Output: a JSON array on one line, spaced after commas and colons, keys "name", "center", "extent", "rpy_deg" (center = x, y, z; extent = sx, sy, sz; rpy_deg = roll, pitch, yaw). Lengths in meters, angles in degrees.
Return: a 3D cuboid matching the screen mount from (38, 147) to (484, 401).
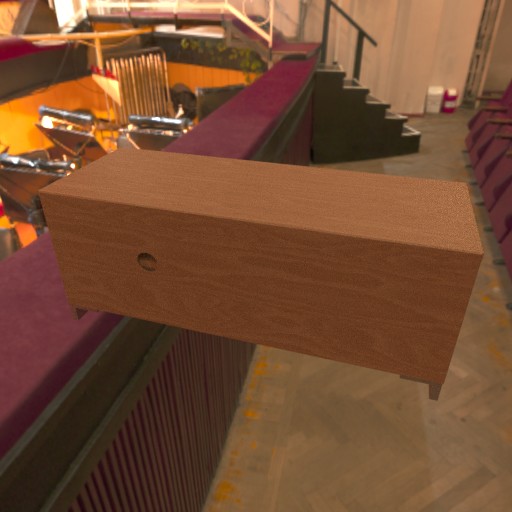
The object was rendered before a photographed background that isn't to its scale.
[{"name": "screen mount", "center": [0.000, 0.000, 1.301], "extent": [1.084, 0.432, 0.406], "rpy_deg": [9, 32, 15]}]
